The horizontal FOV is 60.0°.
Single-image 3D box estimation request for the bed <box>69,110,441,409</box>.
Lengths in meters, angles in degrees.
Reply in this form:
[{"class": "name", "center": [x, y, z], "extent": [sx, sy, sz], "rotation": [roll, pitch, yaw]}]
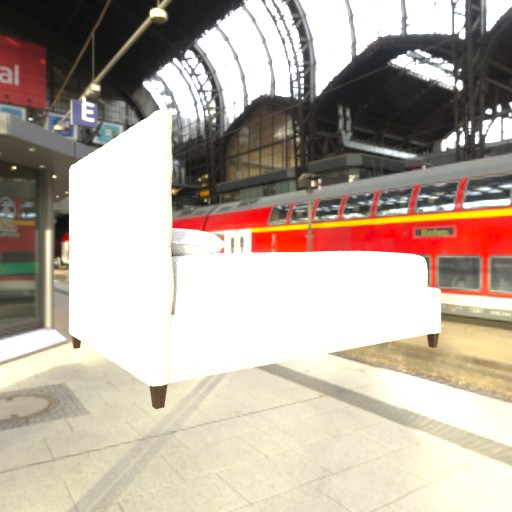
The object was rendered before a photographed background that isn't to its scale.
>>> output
[{"class": "bed", "center": [0.000, 0.000, 3.446], "extent": [2.387, 1.427, 1.698], "rotation": [-1, 1, -35]}]
